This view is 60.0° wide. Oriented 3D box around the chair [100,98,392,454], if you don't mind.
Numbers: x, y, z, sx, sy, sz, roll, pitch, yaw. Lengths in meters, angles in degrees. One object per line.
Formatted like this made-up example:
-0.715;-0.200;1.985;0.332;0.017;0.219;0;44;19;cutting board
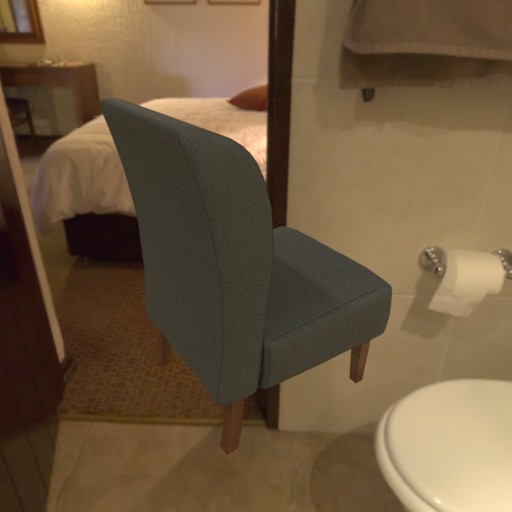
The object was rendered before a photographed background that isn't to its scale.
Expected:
0.000;0.000;1.192;0.592;0.804;0.513;-18;32;-31;chair
